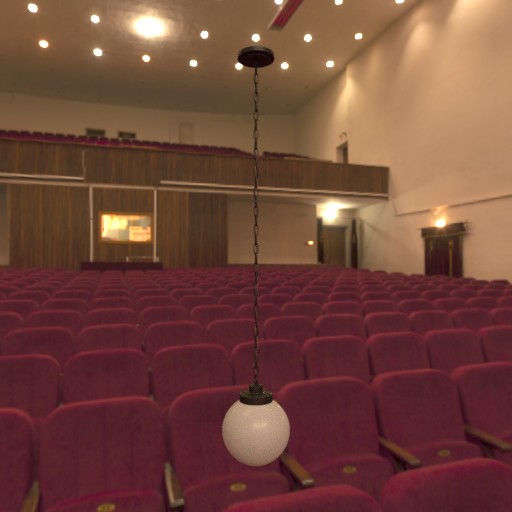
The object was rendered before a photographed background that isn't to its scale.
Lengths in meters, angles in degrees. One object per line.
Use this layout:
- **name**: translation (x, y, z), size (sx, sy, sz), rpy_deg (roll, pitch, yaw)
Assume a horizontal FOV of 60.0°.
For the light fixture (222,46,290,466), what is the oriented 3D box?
- **light fixture**: translation (0.000, 0.000, 2.028), size (0.304, 1.867, 0.305), rpy_deg (1, -2, -18)
